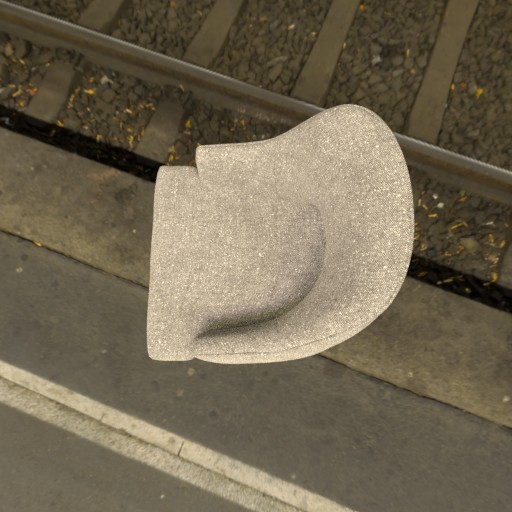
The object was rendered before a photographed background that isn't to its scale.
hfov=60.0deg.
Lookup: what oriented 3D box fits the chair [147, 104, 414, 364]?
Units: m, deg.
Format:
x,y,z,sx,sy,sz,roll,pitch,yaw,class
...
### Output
x,y,z,sx,sy,sz,roll,pitch,yaw,class
0.000,0.000,1.286,0.629,0.875,0.608,0,76,0,chair
